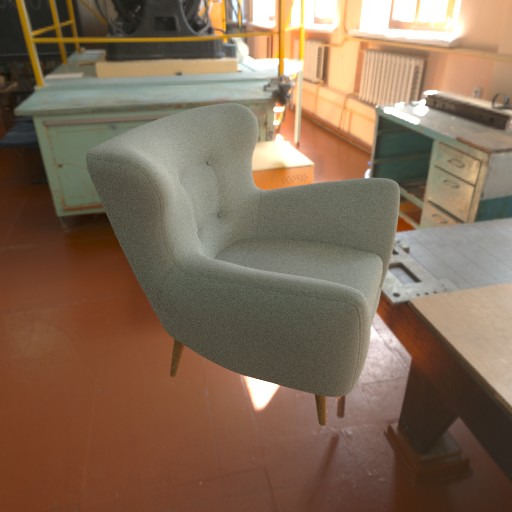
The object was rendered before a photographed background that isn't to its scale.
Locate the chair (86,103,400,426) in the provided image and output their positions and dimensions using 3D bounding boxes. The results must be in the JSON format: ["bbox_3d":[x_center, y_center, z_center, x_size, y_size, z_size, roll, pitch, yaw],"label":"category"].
[{"bbox_3d":[0.000,0.000,1.568,0.889,0.889,0.890,11,31,18],"label":"chair"}]
